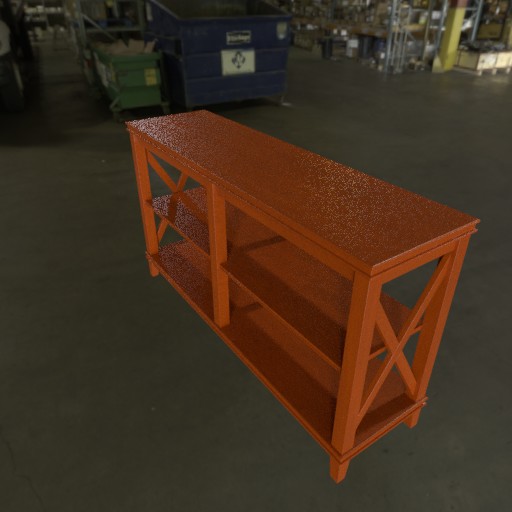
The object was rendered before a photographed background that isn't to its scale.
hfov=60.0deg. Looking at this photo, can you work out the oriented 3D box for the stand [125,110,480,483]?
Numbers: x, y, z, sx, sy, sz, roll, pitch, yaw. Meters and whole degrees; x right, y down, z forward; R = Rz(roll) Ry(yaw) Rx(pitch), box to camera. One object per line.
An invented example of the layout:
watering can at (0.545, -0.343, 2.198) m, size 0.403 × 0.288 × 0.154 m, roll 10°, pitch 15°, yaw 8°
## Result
stand at (0.000, 0.000, 1.665) m, size 0.381 × 0.762 × 1.372 m, roll -20°, pitch 37°, yaw -29°
